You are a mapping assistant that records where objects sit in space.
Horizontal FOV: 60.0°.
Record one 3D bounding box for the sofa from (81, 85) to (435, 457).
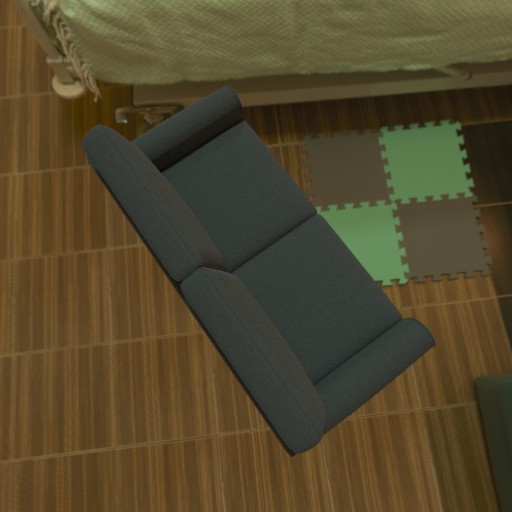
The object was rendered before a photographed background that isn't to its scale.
[{"bbox_3d":[0.000,0.000,2.528,0.940,1.020,1.930,-35,78,-9],"label":"sofa"}]
